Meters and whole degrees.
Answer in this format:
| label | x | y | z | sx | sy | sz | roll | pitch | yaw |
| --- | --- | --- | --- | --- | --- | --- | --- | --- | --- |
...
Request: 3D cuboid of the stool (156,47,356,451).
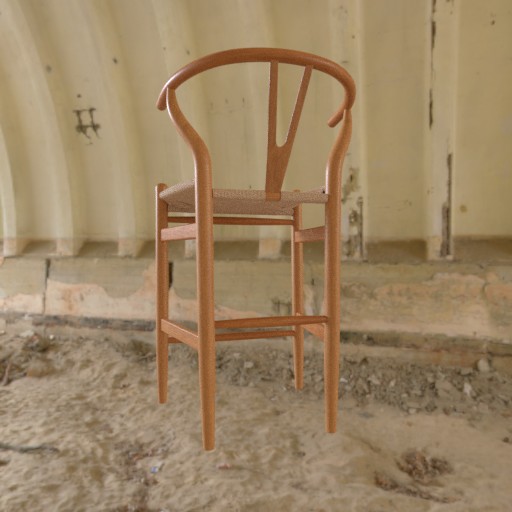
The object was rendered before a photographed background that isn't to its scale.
| label | x | y | z | sx | sy | sz | roll | pitch | yaw |
| --- | --- | --- | --- | --- | --- | --- | --- | --- | --- |
| stool | 0.000 | 0.000 | 1.307 | 0.569 | 0.970 | 0.579 | 0 | 0 | -18 |
